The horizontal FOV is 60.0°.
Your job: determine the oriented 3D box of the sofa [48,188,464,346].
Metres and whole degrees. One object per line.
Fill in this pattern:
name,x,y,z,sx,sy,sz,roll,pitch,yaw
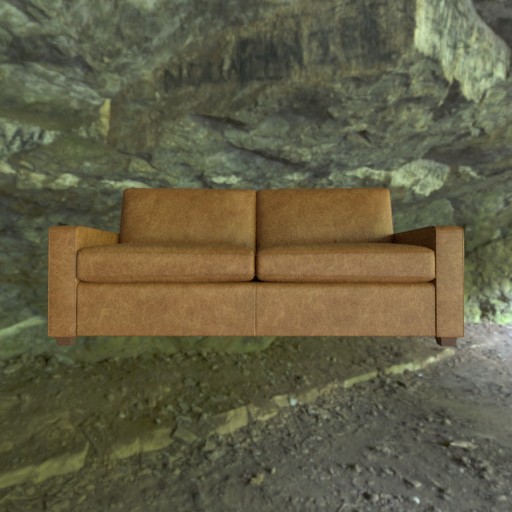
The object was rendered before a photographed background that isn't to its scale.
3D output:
sofa,0.000,0.000,2.702,2.156,0.928,0.991,0,-1,0
